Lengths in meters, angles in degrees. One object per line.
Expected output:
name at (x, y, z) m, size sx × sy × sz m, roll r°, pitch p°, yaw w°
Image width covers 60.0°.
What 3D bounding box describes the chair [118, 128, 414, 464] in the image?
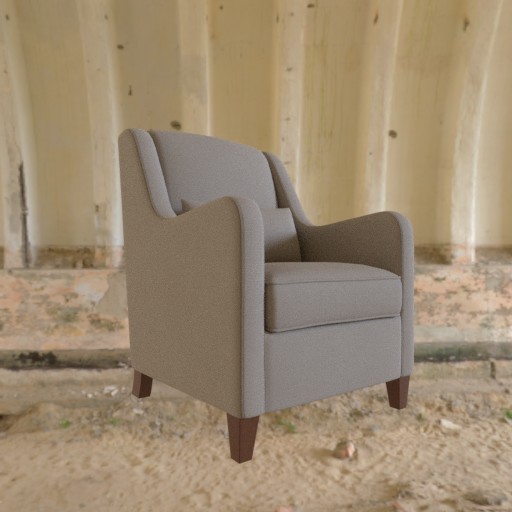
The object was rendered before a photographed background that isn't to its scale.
chair at (0.000, 0.000, 1.584) m, size 0.715 × 1.010 × 0.863 m, roll 0°, pitch 0°, yaw -37°
